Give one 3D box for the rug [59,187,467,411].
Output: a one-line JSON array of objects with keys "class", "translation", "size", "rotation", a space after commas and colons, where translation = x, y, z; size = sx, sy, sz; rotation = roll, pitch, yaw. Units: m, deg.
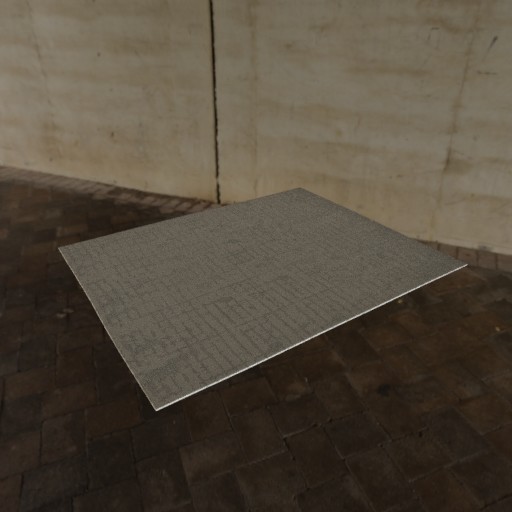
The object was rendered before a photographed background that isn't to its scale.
[{"class": "rug", "translation": [0.000, 0.000, 4.216], "size": [3.061, 0.014, 2.447], "rotation": [-18, 34, -29]}]
